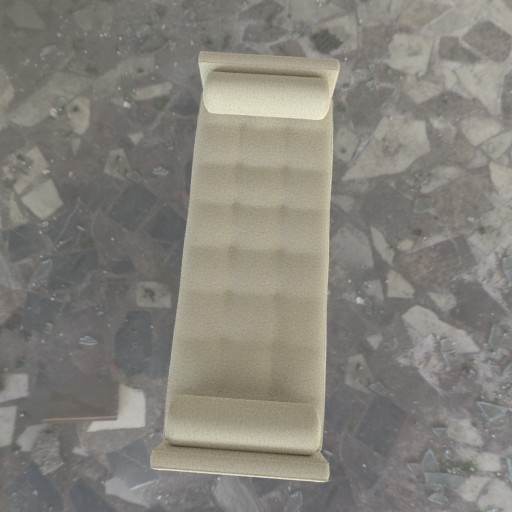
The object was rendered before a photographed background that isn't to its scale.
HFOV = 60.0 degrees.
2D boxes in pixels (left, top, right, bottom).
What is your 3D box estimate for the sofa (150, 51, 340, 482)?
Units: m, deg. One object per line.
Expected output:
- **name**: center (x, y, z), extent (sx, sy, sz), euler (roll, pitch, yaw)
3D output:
- **sofa**: center (0.000, 0.000, 2.303), extent (0.746, 0.641, 1.985), euler (4, 75, 1)
